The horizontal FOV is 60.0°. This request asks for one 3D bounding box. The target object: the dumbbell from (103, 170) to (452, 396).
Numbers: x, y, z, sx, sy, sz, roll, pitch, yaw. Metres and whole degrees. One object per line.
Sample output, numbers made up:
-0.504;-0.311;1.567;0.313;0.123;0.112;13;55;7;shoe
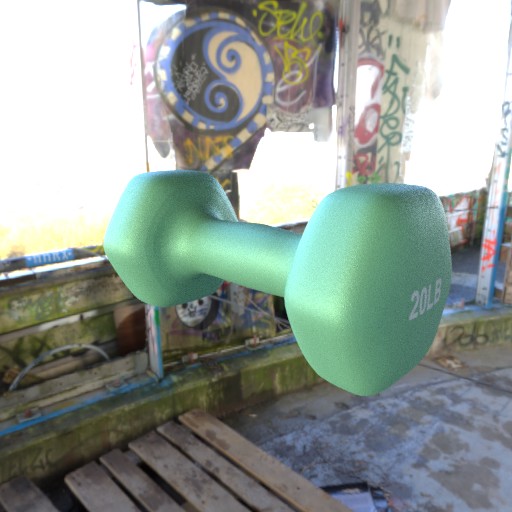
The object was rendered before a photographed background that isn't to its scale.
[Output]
0.000;0.000;0.328;0.260;0.117;0.129;14;19;43;dumbbell
